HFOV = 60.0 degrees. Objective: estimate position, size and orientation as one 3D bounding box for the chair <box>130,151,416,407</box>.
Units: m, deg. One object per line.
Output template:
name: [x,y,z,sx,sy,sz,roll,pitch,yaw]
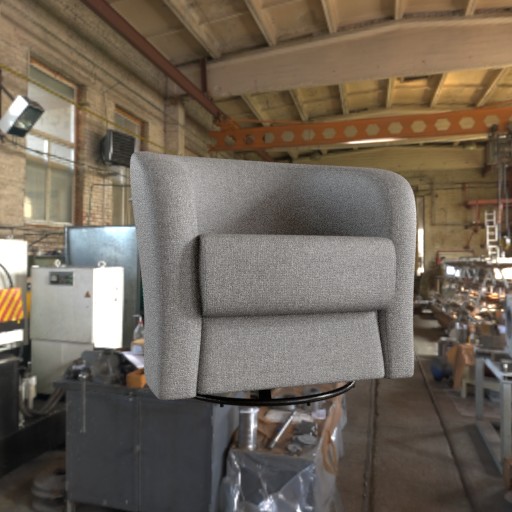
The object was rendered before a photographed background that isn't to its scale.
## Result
chair: [0.000,0.000,1.435,0.791,0.771,0.815,0,-1,-18]
